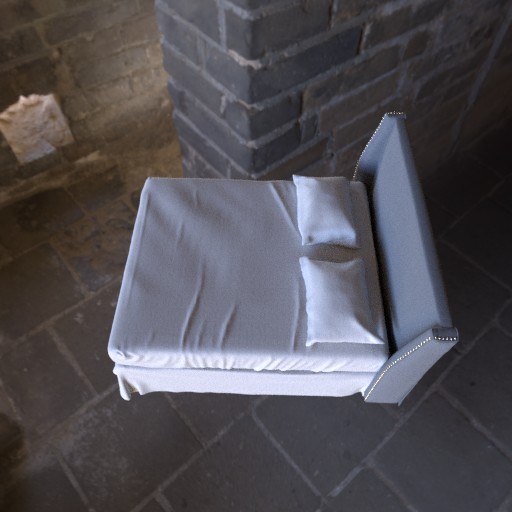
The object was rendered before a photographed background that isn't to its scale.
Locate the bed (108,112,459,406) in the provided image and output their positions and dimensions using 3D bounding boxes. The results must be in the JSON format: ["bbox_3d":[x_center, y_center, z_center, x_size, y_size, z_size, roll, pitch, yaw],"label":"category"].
[{"bbox_3d":[0.000,0.000,3.462,2.276,1.332,1.925,1,56,1],"label":"bed"}]
